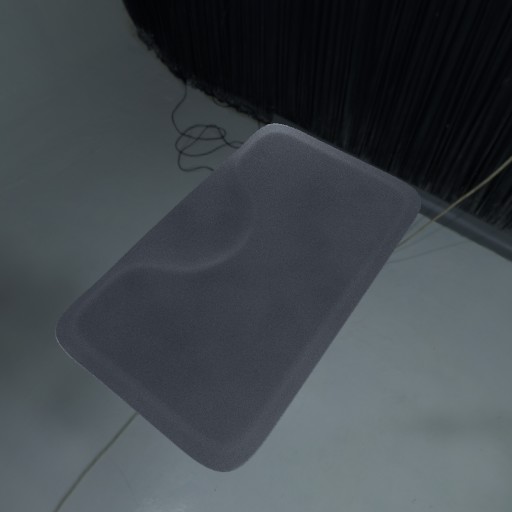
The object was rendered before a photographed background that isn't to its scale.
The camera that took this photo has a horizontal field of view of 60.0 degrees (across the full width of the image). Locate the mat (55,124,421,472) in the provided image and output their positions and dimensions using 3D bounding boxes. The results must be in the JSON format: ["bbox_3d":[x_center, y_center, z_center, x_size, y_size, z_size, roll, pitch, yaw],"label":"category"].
[{"bbox_3d":[0.000,0.000,1.875,0.918,0.013,1.524,31,62,19],"label":"mat"}]
